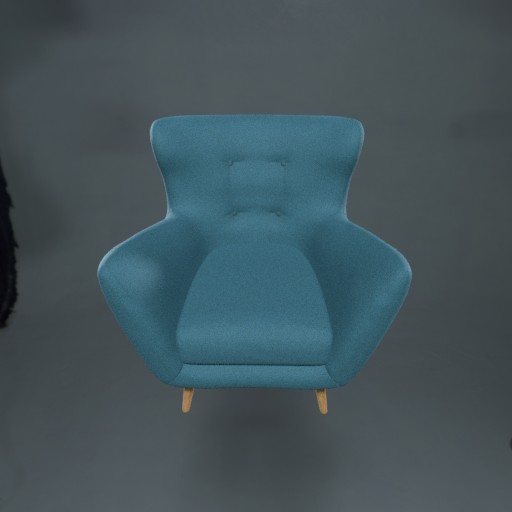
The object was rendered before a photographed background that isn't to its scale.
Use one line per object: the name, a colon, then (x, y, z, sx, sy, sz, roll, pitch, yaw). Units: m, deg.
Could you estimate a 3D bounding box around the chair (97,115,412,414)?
chair: (0.000, 0.000, 1.648, 0.890, 0.889, 0.889, 0, 30, 1)
